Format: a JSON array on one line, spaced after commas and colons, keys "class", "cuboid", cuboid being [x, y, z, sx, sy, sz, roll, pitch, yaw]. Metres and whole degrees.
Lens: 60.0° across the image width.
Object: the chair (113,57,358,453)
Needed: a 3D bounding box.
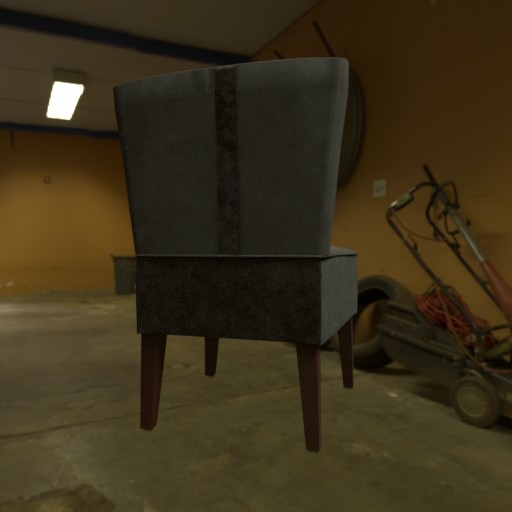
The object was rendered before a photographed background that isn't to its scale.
[{"class": "chair", "cuboid": [0.000, 0.000, 1.179, 0.521, 0.806, 0.554, 0, 1, 17]}]
